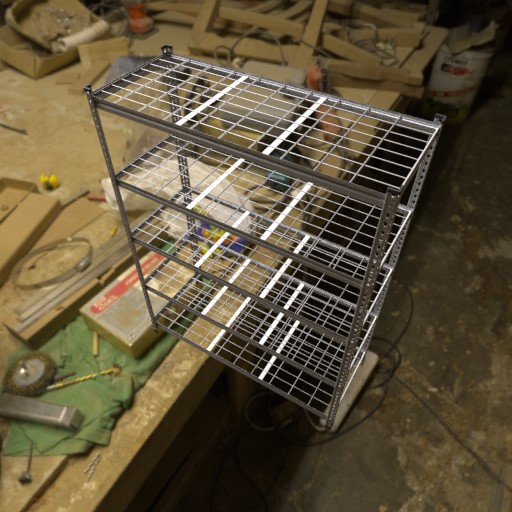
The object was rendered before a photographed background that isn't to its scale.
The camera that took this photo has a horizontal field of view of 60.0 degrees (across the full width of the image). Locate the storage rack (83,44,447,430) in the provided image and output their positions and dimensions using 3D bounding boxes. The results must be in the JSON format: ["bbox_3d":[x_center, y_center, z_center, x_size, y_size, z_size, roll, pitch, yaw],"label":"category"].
[{"bbox_3d":[0.000,0.000,2.680,1.524,1.981,0.610,24,50,21],"label":"storage rack"}]
